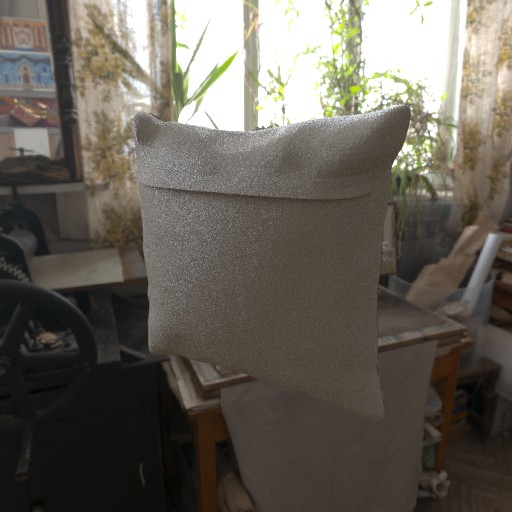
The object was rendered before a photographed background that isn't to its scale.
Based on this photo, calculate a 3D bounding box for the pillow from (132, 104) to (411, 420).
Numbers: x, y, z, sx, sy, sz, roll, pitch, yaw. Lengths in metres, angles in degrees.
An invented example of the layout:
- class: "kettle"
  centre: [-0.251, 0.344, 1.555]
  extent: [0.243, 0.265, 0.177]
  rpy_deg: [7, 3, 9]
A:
- class: "pillow"
  centre: [0.000, 0.000, 0.772]
  extent: [0.484, 0.490, 0.234]
  rpy_deg: [9, 19, 27]
